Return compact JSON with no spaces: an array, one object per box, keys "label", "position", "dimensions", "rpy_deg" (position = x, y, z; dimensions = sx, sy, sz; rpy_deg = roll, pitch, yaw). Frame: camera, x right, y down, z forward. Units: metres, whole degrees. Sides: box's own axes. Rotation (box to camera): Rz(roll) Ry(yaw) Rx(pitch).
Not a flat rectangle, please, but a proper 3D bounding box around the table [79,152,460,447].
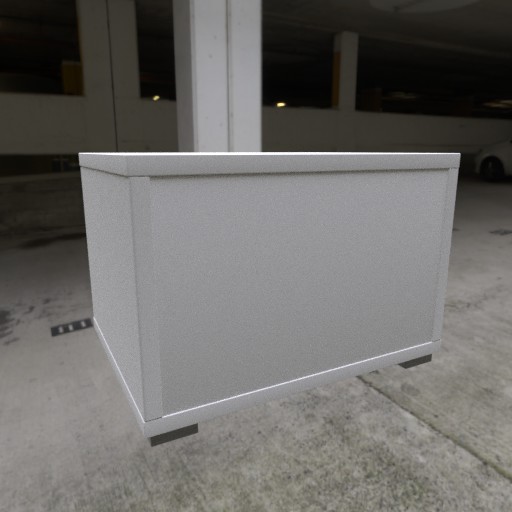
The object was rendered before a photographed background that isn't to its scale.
[{"label":"table","position":[0.000,0.000,0.791],"dimensions":[0.517,0.357,0.399],"rpy_deg":[-7,15,-27]}]
